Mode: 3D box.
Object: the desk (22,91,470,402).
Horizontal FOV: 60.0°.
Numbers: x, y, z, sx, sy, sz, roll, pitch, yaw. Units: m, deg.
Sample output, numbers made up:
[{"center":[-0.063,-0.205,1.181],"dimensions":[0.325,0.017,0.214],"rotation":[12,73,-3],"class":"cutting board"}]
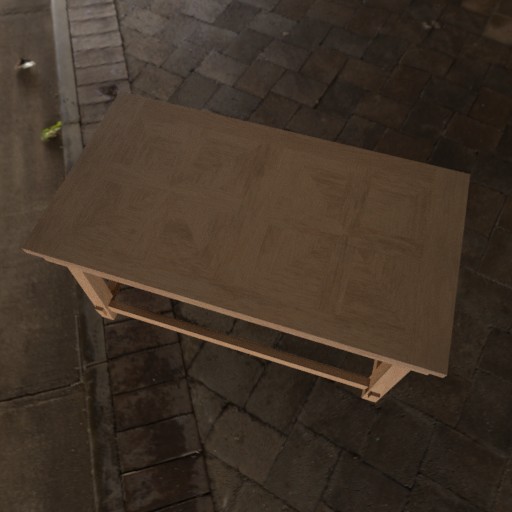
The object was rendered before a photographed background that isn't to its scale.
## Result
[{"center":[0.000,0.000,1.994],"dimensions":[1.499,0.762,0.813],"rotation":[16,64,8],"class":"desk"}]
